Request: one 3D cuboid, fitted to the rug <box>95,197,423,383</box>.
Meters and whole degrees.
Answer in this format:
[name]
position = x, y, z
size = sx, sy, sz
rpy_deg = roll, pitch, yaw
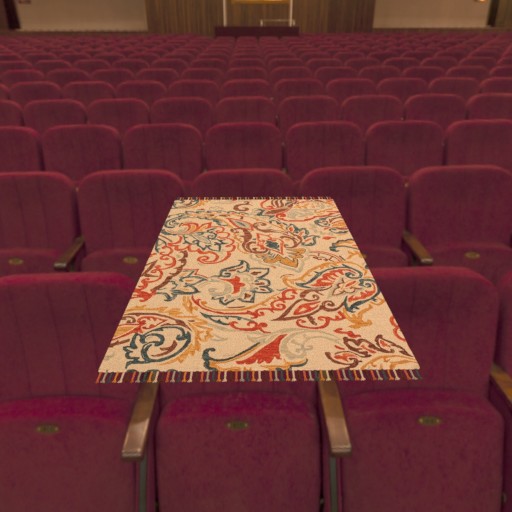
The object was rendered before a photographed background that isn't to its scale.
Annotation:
[rug]
position = 0.000, 0.000, 3.185
size = 1.523, 0.010, 2.584
rpy_deg = 0, 26, -1
